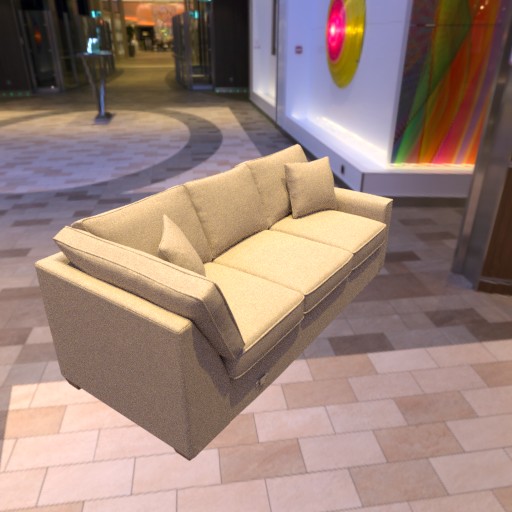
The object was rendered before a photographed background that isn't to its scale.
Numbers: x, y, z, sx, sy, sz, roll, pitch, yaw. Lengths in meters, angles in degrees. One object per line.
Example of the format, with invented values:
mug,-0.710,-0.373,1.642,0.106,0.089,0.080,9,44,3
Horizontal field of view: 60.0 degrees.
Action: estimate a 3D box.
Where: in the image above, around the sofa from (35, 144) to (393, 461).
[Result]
sofa,0.000,0.000,2.854,1.061,0.962,2.317,17,31,31
